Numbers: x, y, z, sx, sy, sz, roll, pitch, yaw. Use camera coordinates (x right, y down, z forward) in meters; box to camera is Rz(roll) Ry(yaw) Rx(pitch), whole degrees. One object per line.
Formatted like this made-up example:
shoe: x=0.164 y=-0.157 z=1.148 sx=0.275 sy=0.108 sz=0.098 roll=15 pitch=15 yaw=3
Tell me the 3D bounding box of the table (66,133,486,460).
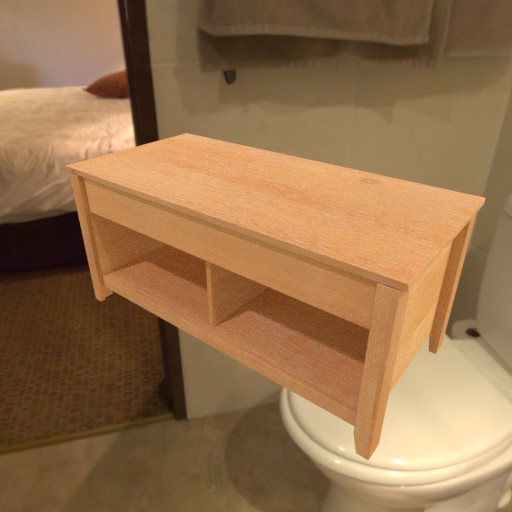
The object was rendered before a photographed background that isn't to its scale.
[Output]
table: x=0.000 y=0.000 z=1.277 sx=1.016 sy=0.457 sz=0.483 roll=21 pitch=35 yaw=33
